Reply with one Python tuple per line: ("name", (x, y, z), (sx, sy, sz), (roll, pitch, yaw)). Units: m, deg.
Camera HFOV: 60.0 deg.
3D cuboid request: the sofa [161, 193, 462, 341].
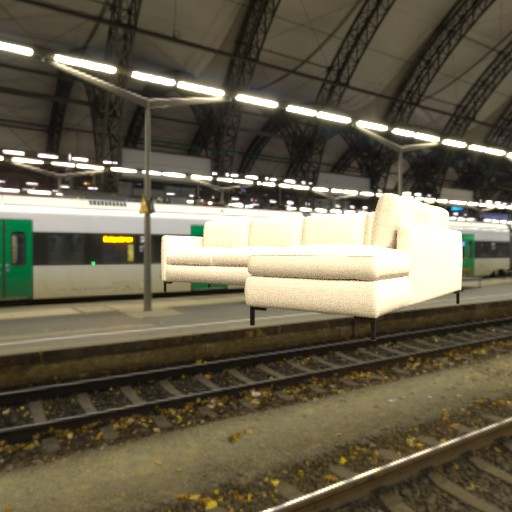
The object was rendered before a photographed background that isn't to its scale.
("sofa", (0.000, 0.000, 3.822), (2.949, 0.815, 2.007), (0, 1, 36))
